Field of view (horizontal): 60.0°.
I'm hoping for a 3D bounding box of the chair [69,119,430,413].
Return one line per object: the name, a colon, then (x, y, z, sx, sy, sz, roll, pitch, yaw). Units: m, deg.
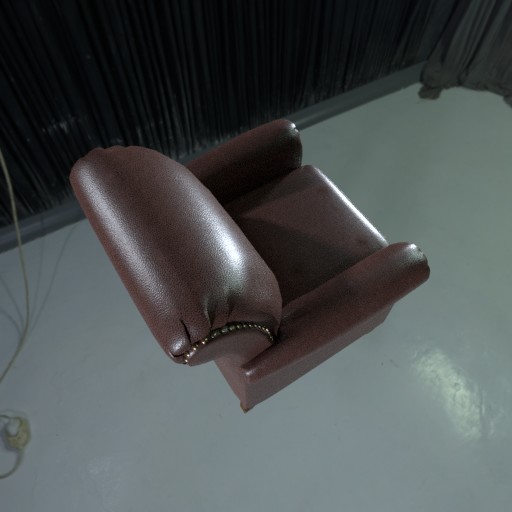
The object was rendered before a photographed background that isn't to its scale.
chair: (0.000, 0.000, 1.571, 0.890, 0.927, 0.854, -29, 62, -17)
